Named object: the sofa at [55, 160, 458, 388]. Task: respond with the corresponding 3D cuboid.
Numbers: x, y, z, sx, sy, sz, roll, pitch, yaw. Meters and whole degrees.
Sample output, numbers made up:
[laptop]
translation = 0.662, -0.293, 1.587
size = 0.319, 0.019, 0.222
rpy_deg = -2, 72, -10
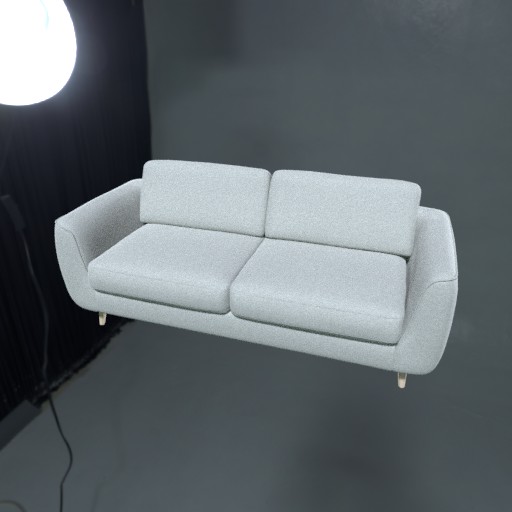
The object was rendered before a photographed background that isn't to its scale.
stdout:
[sofa]
translation = 0.000, 0.000, 2.454
size = 2.000, 0.850, 0.920
rpy_deg = 8, 27, 16
